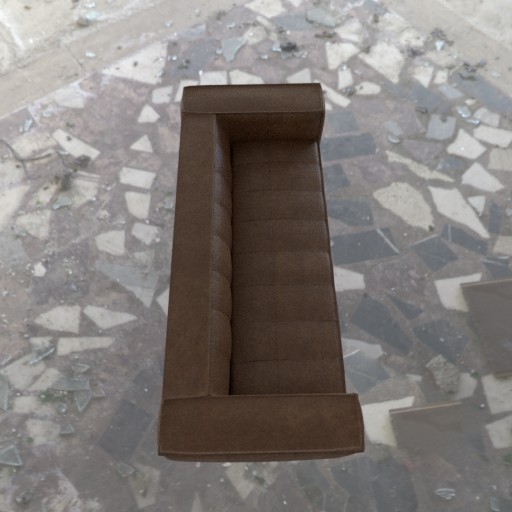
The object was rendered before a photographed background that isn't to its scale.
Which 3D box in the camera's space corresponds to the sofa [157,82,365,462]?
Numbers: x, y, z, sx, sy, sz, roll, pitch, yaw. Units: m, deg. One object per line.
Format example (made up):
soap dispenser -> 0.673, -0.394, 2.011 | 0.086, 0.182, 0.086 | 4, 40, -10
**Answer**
sofa -> 0.000, 0.000, 3.061 | 1.102, 0.701, 2.581 | -1, 64, -1
